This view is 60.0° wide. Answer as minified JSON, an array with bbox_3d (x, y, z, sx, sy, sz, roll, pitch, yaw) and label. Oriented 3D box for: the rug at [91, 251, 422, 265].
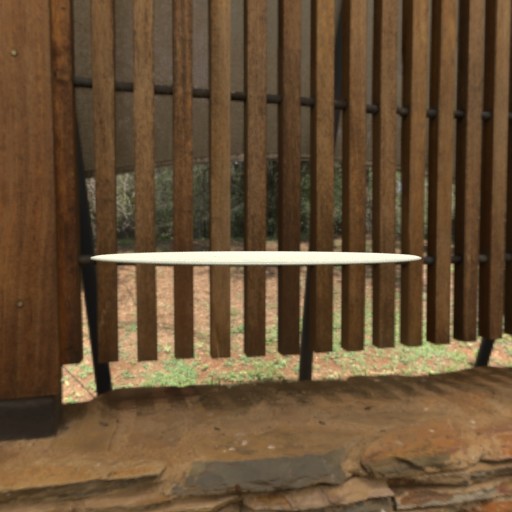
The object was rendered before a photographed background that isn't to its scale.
[{"bbox_3d":[0.000,0.000,2.276,1.593,0.012,1.593,0,2,0],"label":"rug"}]
